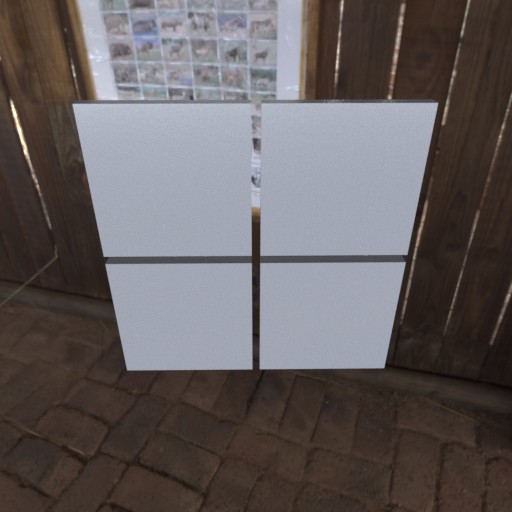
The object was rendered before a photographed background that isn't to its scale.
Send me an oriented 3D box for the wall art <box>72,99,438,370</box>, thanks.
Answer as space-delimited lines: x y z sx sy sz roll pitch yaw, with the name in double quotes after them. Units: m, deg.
0.000 0.000 0.909 0.611 0.611 0.029 0 31 -1 "wall art"
